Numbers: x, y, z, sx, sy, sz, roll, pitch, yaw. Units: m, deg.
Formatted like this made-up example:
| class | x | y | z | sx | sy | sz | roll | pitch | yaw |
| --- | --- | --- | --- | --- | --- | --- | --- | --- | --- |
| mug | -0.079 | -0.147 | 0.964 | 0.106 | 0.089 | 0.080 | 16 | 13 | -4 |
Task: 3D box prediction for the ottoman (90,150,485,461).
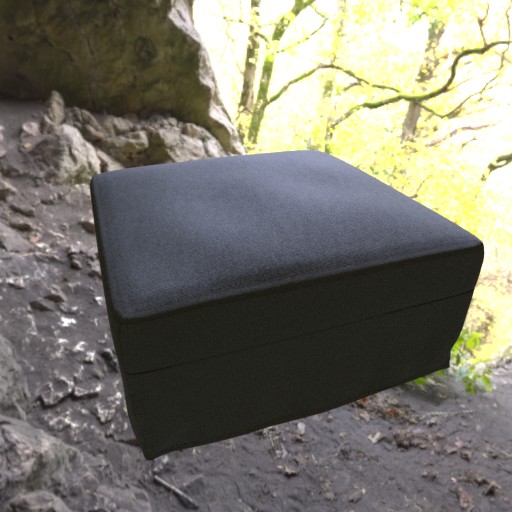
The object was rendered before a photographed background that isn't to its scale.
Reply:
| class | x | y | z | sx | sy | sz | roll | pitch | yaw |
| --- | --- | --- | --- | --- | --- | --- | --- | --- | --- |
| ottoman | 0.000 | 0.000 | 1.282 | 0.843 | 0.441 | 0.842 | -10 | 31 | -18 |
